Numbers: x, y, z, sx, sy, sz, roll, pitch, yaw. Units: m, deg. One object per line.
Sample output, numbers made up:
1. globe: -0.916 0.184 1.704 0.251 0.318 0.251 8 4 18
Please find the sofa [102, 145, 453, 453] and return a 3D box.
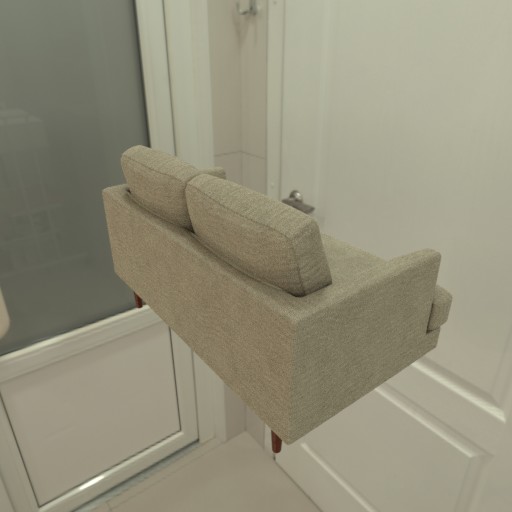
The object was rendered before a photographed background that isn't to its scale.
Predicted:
1. sofa: 0.000 0.000 2.152 0.903 0.944 1.582 -19 32 -33
